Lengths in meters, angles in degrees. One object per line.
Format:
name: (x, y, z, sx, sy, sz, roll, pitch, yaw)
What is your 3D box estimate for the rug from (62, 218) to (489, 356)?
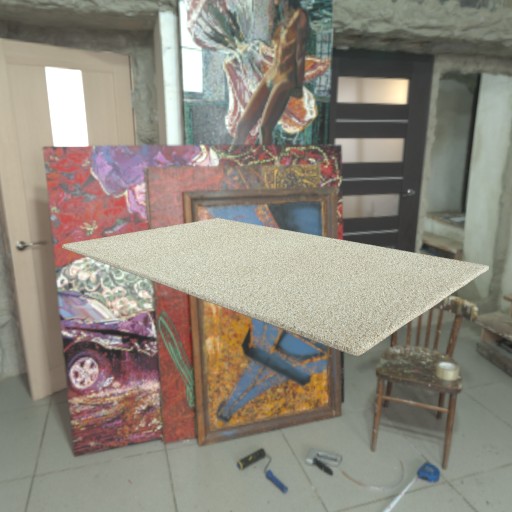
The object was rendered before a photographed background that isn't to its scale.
rug: (0.000, 0.000, 2.941, 2.438, 0.030, 1.524, 13, 20, 41)
